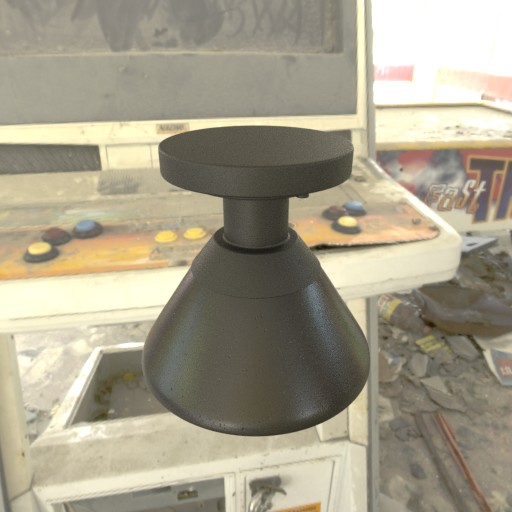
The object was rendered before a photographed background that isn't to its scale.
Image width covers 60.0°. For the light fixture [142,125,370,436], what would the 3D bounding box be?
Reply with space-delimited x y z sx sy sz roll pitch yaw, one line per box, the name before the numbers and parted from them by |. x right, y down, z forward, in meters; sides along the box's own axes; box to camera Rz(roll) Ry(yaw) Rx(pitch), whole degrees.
light fixture | 0.000 0.000 0.360 0.200 0.183 0.200 0 26 0
